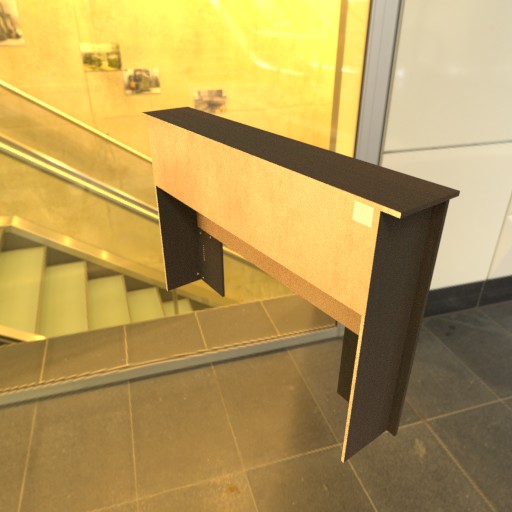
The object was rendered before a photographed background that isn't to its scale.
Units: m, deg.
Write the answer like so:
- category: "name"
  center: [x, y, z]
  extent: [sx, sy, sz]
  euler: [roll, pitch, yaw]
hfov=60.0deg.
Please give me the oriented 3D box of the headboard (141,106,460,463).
- category: "headboard"
  center: [0.000, 0.000, 2.100]
  extent: [0.279, 1.092, 1.671]
  euler: [-20, 34, -31]
